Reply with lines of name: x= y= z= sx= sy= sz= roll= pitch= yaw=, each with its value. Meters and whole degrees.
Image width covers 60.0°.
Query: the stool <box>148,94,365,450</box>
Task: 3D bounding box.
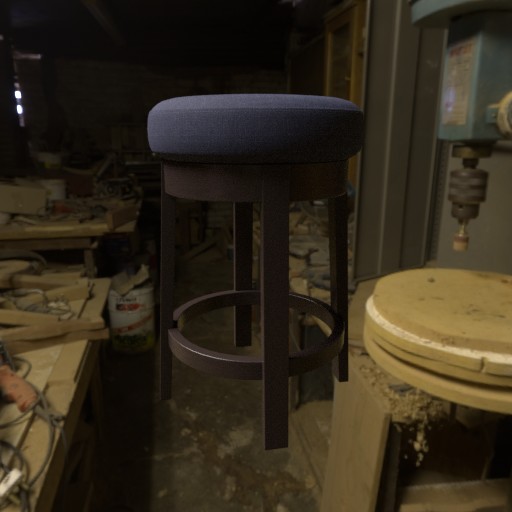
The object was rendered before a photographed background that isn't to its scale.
stool: x=0.000 y=0.000 z=0.974 sx=0.449 sy=0.655 sz=0.449 roll=0 pitch=16 yaw=0
